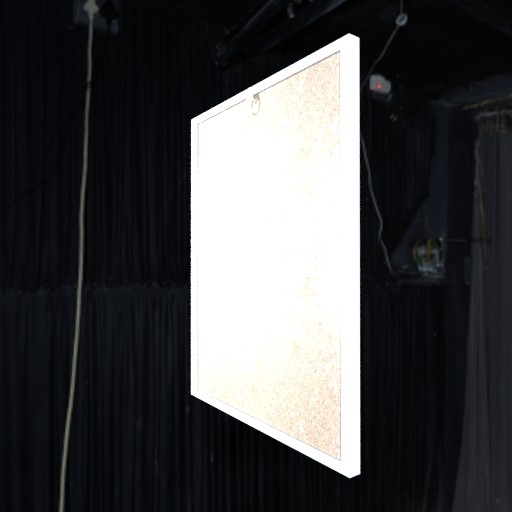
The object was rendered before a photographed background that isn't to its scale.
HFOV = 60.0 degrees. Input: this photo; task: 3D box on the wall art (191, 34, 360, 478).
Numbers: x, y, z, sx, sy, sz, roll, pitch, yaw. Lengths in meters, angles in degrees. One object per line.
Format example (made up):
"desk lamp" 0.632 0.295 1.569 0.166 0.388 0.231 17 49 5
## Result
"wall art" 0.000 0.000 1.388 0.042 1.056 0.805 0 -1 -36
